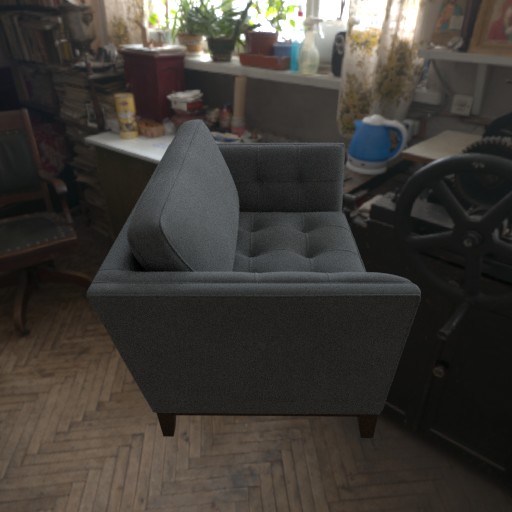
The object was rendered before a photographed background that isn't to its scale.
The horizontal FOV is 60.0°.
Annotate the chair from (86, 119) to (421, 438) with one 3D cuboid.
[{"bbox_3d":[0.000,0.000,2.004,0.965,0.942,1.396,0,32,0],"label":"chair"}]
